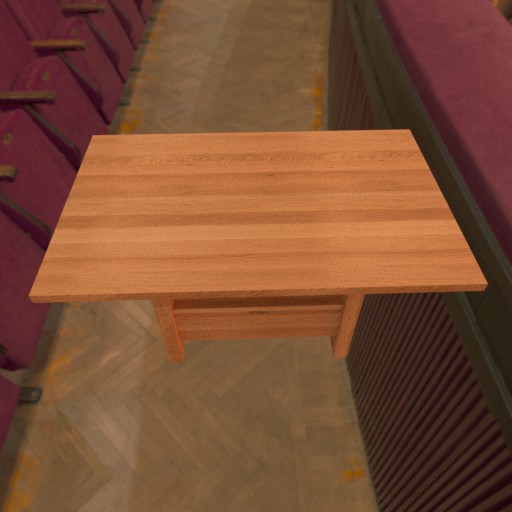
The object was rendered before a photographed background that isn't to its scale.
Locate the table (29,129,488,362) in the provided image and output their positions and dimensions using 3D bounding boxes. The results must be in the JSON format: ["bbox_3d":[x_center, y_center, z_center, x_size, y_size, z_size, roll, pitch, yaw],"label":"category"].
[{"bbox_3d":[0.000,0.000,1.485,1.100,0.510,0.700,-1,47,-1],"label":"table"}]
